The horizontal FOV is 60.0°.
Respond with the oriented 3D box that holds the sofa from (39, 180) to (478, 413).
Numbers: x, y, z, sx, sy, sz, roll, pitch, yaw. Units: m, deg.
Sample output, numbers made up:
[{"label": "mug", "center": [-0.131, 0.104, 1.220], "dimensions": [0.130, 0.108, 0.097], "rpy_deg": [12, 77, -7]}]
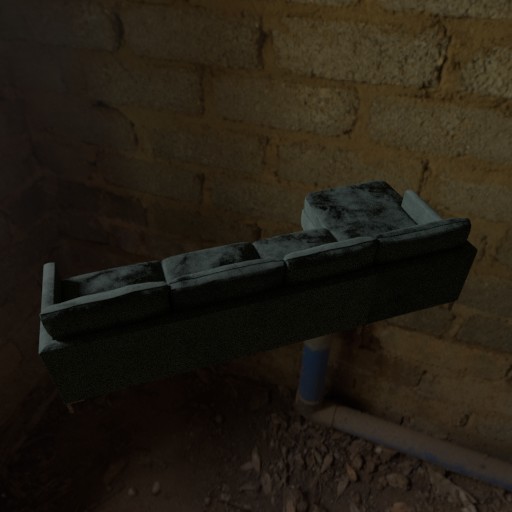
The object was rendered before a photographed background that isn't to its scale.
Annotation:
[{"label": "sofa", "center": [0.000, 0.000, 3.897], "dimensions": [3.400, 0.967, 1.500], "rpy_deg": [-12, 42, -14]}]
